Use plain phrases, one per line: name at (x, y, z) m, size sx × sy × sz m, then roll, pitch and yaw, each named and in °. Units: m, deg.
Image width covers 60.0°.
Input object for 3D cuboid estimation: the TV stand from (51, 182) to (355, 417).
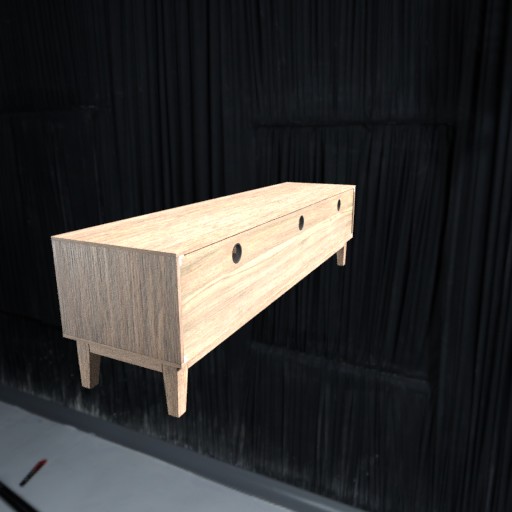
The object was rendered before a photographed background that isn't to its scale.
TV stand at (0.000, 0.000, 1.679) m, size 0.366 × 0.409 × 1.482 m, roll 7°, pitch 17°, yaw 25°
